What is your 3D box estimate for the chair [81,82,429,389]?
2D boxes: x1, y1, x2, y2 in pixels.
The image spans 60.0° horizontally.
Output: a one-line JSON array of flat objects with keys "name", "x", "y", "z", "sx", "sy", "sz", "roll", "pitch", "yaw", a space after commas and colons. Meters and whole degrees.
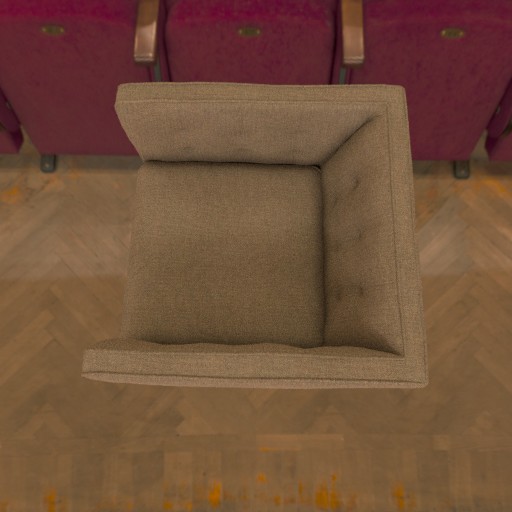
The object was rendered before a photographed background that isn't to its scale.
[{"name": "chair", "x": 0.000, "y": 0.000, "z": 1.614, "sx": 0.912, "sy": 0.799, "sz": 0.920, "roll": 1, "pitch": 74, "yaw": 0}]
